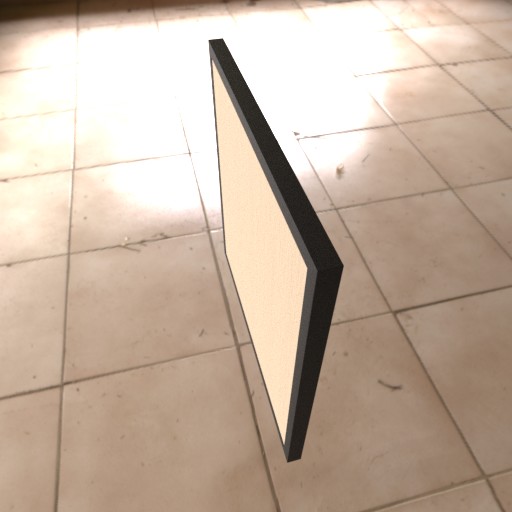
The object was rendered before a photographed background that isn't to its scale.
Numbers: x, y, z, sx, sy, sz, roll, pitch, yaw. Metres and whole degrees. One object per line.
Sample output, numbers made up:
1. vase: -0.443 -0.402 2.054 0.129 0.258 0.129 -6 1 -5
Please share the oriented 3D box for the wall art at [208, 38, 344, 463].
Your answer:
1. wall art: 0.000 0.000 0.445 0.015 0.304 0.306 -11 49 -10
